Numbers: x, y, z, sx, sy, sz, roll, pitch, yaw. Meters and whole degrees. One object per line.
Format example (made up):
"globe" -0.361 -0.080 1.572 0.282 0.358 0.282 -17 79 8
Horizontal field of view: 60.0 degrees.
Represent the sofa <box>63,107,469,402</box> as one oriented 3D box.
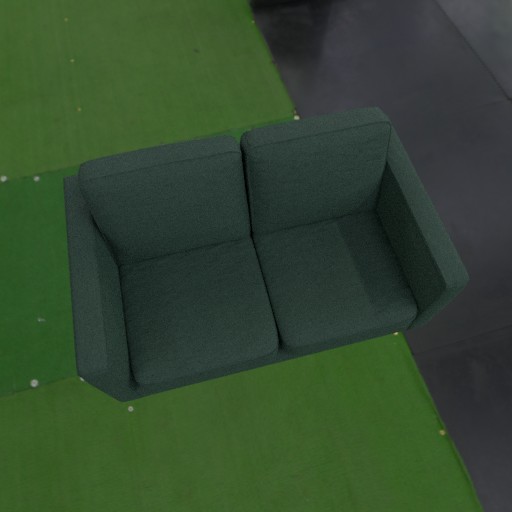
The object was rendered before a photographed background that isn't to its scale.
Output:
"sofa" 0.000 0.000 1.926 1.430 0.899 0.879 -13 64 -6
